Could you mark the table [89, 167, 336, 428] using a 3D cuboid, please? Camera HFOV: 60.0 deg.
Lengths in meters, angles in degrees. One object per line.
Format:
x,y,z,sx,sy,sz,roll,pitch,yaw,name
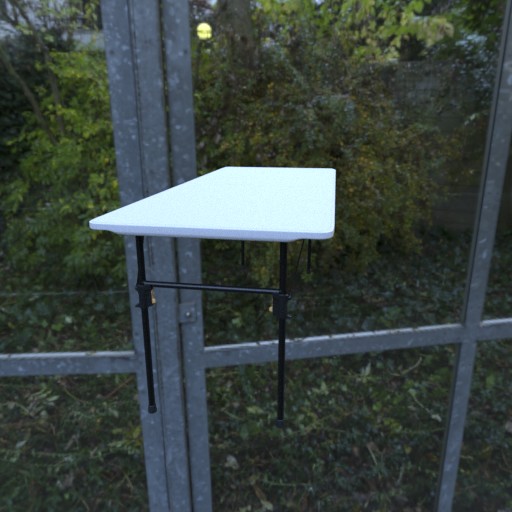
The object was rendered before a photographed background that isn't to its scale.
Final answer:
0.000,0.000,2.261,0.761,0.719,1.829,3,17,9,table
